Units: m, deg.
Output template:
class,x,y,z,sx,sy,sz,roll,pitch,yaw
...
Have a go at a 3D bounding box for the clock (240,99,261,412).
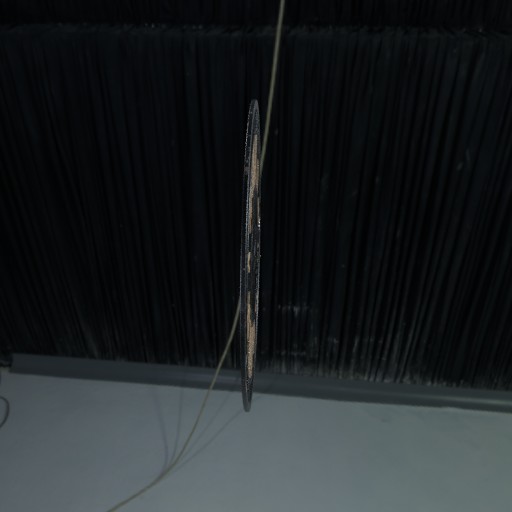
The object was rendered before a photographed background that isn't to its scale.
class,x,y,z,sx,sy,sz,roll,pitch,yaw
clock,0.000,0.000,1.267,0.025,0.843,0.843,1,31,2
